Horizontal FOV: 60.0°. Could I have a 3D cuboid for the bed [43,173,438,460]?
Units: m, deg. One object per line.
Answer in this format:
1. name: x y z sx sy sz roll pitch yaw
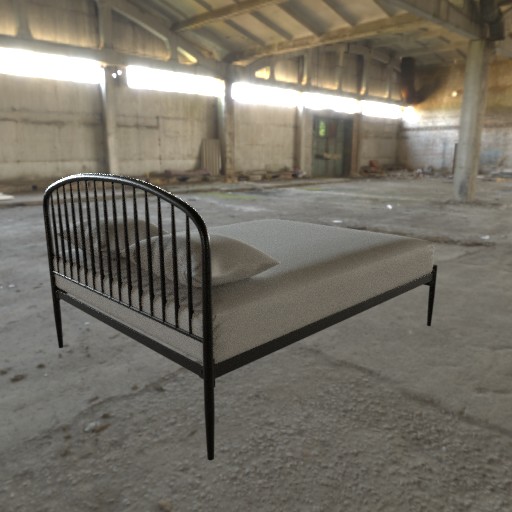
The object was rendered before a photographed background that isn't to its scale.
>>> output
1. bed: 0.000 0.000 3.024 1.618 1.166 2.159 13 18 44
